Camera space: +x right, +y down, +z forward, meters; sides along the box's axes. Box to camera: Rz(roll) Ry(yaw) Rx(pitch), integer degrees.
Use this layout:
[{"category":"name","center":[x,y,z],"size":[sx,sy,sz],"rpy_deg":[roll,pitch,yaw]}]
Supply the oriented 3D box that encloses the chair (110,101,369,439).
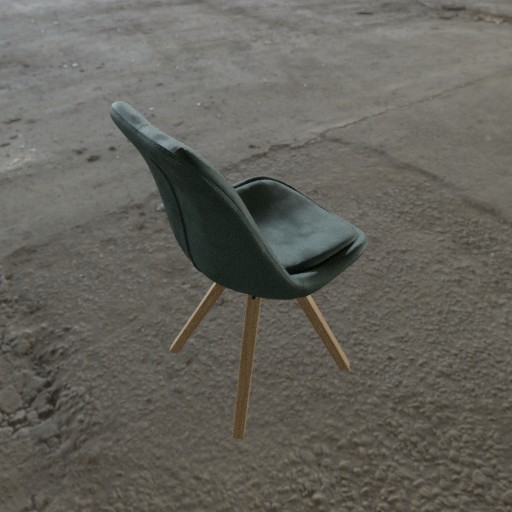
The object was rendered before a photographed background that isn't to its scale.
[{"category":"chair","center":[0.000,0.000,1.191],"size":[0.547,0.865,0.483],"rpy_deg":[-25,45,-27]}]
